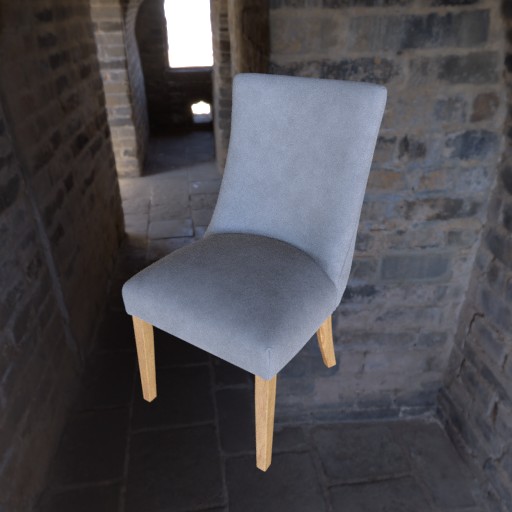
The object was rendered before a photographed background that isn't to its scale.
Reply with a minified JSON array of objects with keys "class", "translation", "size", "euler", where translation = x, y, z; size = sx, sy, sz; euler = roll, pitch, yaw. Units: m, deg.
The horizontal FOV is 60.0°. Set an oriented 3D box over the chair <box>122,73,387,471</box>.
[{"class":"chair","translation":[0.000,0.000,1.268],"size":[0.495,0.902,0.610],"euler":[18,34,29]}]
